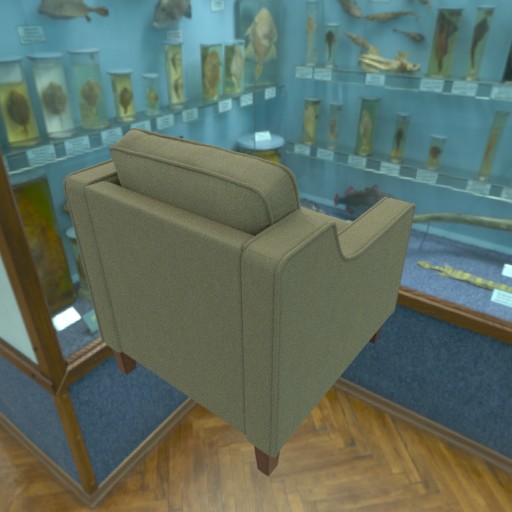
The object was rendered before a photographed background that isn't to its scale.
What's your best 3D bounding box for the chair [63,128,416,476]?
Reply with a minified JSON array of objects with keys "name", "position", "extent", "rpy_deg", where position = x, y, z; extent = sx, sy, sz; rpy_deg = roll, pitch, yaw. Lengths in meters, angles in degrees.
[{"name":"chair","position":[0.000,0.000,1.640],"extent":[0.831,0.960,0.909],"rpy_deg":[22,37,32]}]
